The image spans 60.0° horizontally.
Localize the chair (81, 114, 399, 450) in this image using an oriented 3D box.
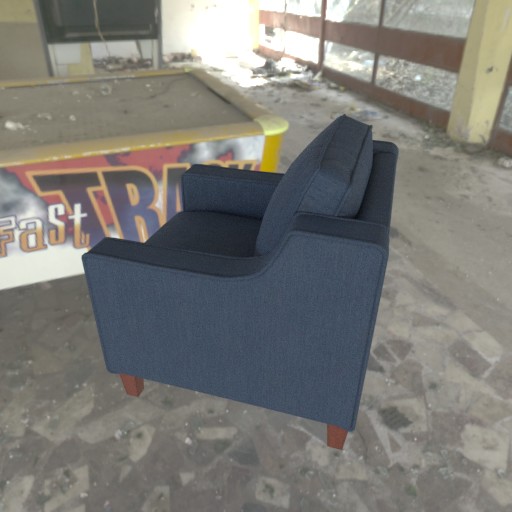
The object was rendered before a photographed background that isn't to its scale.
[{"bbox_3d":[0.000,0.000,1.666,0.909,0.960,0.831,9,33,14],"label":"chair"}]
